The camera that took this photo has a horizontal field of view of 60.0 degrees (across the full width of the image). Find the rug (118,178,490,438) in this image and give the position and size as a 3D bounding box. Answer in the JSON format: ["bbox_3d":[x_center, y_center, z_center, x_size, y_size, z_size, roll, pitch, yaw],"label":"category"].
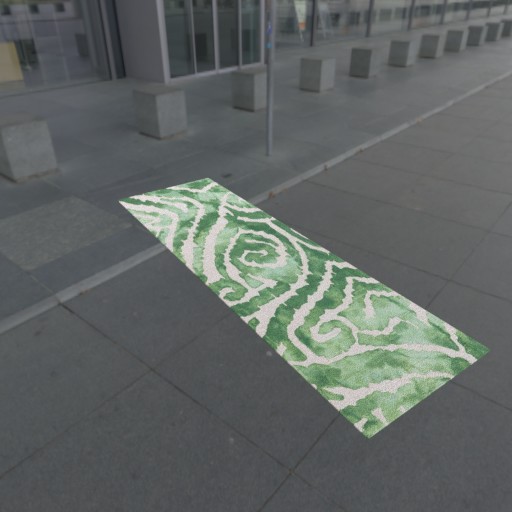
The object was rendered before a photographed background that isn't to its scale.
[{"bbox_3d":[0.000,0.000,2.577,0.761,0.006,2.438,-20,37,-29],"label":"rug"}]
